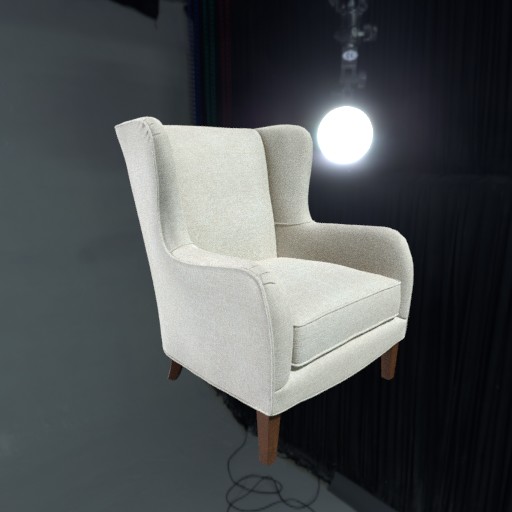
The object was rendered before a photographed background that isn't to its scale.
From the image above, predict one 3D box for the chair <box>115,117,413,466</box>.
[{"bbox_3d":[0.000,0.000,1.763,0.838,1.040,0.966,-13,19,-43],"label":"chair"}]
